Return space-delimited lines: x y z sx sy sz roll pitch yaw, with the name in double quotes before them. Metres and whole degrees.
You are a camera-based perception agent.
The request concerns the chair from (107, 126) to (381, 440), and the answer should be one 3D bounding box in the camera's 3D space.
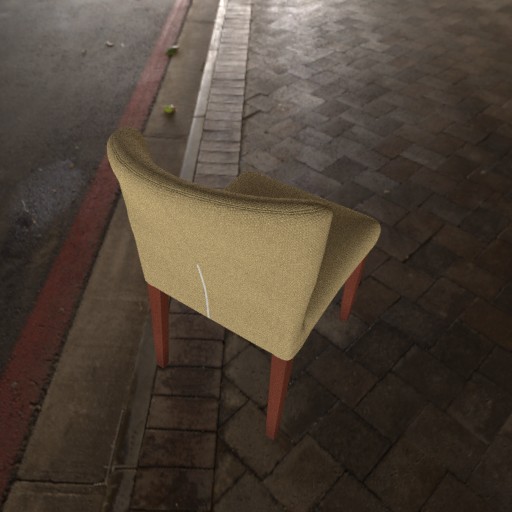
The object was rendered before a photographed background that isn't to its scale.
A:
"chair" 0.000 0.000 1.186 0.491 0.839 0.589 26 51 22
